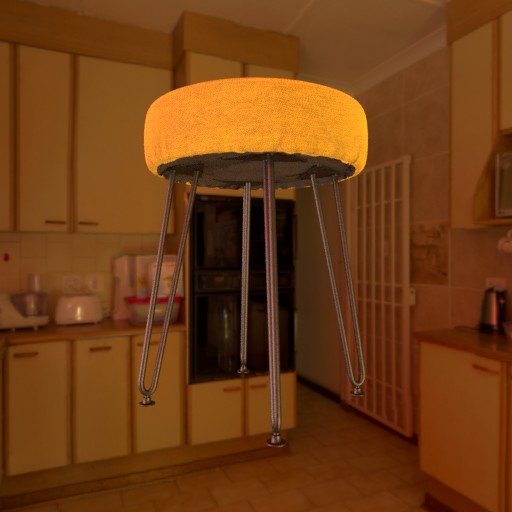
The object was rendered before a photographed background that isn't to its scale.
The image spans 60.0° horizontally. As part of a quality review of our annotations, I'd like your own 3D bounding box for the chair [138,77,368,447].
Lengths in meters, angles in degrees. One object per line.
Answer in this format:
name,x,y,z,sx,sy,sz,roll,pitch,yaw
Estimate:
chair,0.000,0.000,0.705,0.345,0.455,0.345,0,0,37
